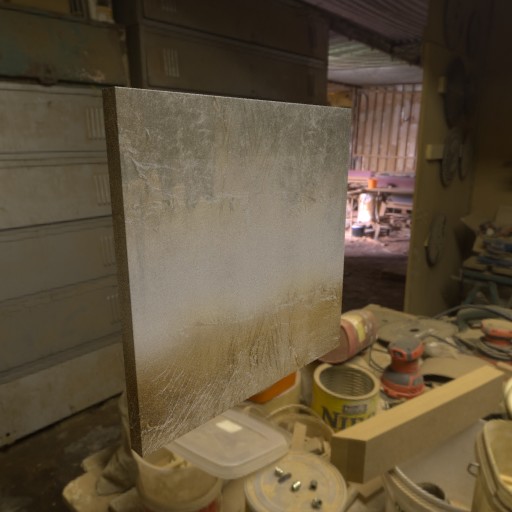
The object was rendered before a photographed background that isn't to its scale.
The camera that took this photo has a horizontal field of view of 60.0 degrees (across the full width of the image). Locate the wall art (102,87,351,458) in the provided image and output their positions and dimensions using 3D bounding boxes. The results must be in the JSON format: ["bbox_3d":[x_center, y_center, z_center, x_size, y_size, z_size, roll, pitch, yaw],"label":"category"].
[{"bbox_3d":[0.000,0.000,0.922,0.038,0.610,0.610,14,20,42],"label":"wall art"}]
